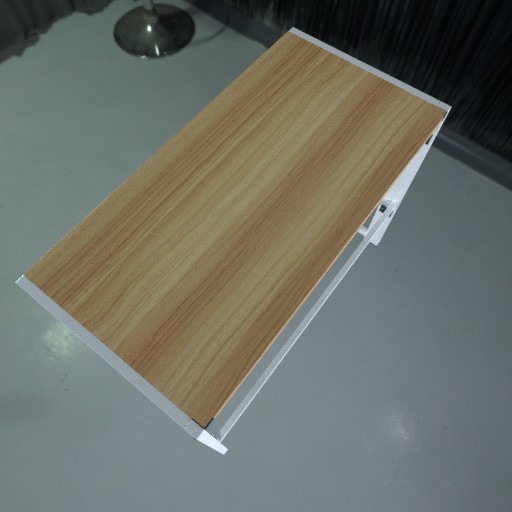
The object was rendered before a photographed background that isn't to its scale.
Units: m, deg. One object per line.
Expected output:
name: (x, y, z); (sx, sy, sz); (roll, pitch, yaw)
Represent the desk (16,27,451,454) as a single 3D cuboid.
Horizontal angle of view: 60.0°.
desk: (0.000, 0.000, 1.387); (0.508, 0.762, 1.016); (35, 69, 16)
